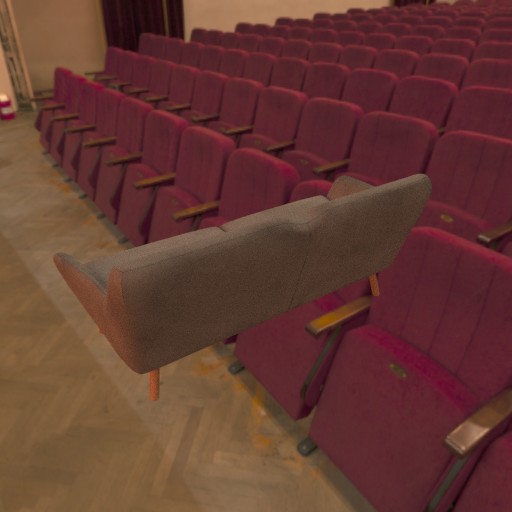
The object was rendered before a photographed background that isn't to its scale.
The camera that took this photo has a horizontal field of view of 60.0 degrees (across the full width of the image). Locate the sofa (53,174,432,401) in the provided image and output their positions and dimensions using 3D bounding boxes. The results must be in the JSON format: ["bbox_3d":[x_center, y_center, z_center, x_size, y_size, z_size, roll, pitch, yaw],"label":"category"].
[{"bbox_3d":[0.000,0.000,2.378,1.870,0.810,0.850,-19,36,-29],"label":"sofa"}]
